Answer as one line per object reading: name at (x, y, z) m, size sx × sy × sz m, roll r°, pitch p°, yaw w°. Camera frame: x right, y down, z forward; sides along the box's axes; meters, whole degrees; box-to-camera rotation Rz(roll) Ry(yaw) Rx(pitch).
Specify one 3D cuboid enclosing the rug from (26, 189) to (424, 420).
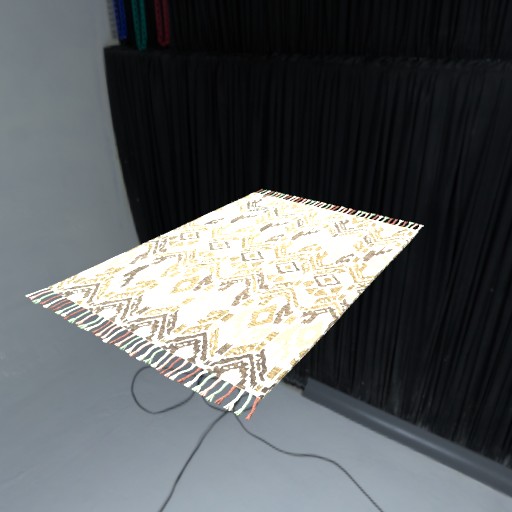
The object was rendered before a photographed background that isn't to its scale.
rug at (0.000, 0.000, 2.306) m, size 1.219 × 0.008 × 1.829 m, roll 18°, pitch 32°, yaw 31°
